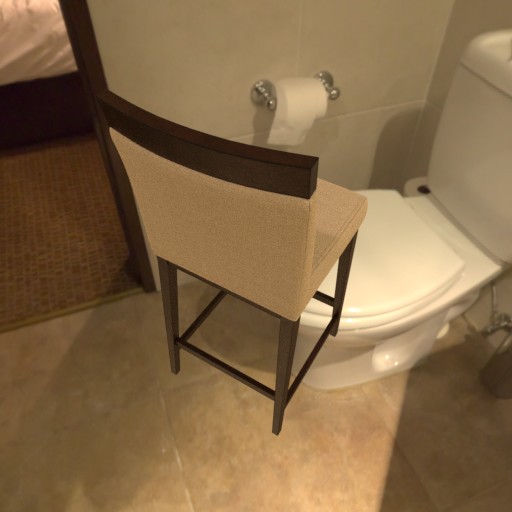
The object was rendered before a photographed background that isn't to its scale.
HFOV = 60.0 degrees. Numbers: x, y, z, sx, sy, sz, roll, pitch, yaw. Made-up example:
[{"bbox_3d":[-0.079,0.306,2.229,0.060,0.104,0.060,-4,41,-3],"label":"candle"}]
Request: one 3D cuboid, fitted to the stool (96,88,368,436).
[{"bbox_3d":[0.000,0.000,1.377,0.511,1.117,0.531,24,50,21],"label":"stool"}]
